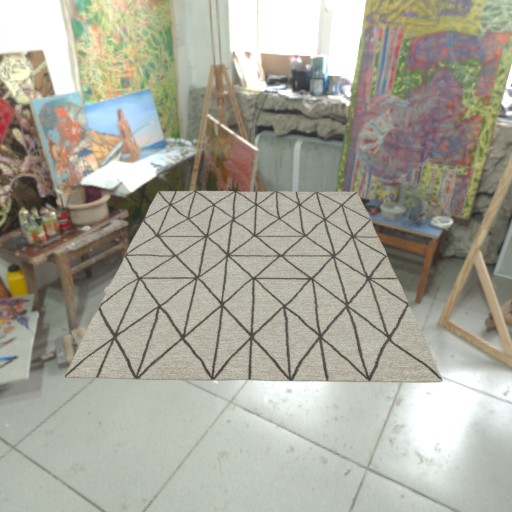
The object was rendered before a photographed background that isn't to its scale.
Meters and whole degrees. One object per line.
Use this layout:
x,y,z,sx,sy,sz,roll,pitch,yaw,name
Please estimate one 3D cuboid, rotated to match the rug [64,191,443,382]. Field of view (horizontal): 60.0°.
0.000,0.000,4.148,2.468,0.022,3.061,0,31,1,rug
